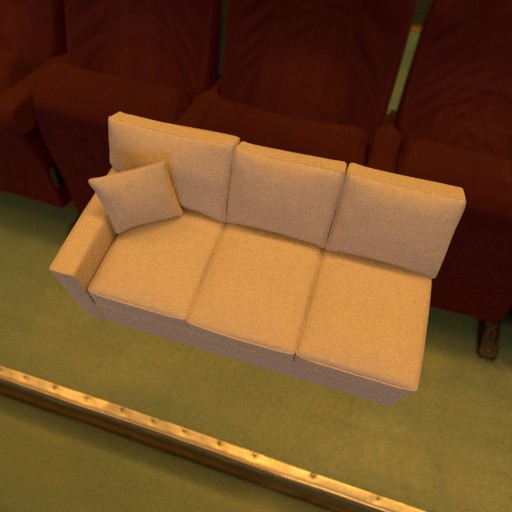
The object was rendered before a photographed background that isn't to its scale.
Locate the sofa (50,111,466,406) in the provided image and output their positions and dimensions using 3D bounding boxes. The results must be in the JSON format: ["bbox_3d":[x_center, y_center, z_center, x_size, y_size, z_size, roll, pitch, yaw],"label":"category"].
[{"bbox_3d":[0.000,0.000,2.526,1.962,0.946,1.034,15,60,9],"label":"sofa"}]
